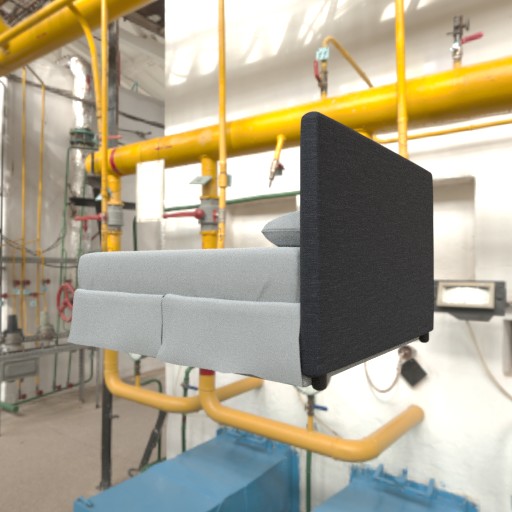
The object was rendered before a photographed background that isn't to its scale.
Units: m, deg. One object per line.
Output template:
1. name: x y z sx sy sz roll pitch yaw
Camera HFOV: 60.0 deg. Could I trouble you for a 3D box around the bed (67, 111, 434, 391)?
1. bed: 0.000 0.000 3.385 2.142 1.330 1.884 -1 -1 38
